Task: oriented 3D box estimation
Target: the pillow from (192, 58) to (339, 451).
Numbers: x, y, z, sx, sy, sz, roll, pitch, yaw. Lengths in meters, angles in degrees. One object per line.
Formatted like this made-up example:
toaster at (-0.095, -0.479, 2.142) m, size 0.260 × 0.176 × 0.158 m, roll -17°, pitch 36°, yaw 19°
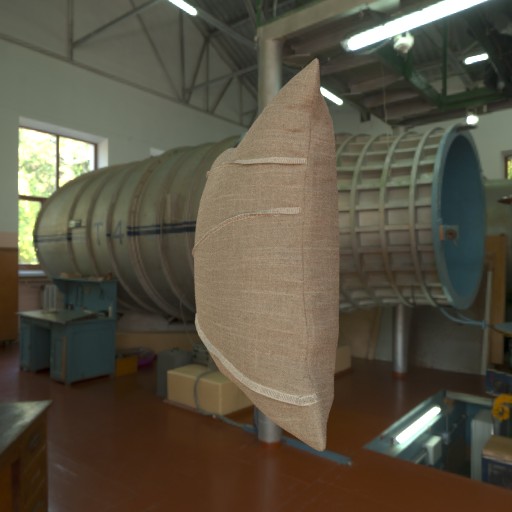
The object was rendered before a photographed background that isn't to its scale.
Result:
pillow at (0.000, 0.000, 0.639) m, size 0.169 × 0.400 × 0.424 m, roll 0°, pitch 0°, yaw -17°
